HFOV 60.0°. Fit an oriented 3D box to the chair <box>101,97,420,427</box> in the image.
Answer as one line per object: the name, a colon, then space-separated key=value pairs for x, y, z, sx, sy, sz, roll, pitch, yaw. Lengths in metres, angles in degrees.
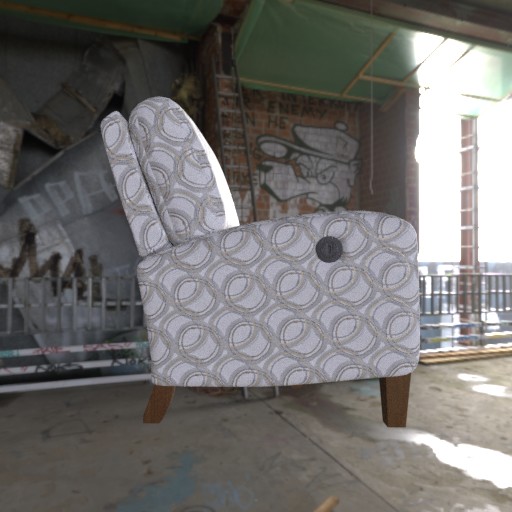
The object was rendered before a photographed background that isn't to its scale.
chair: x=0.000 y=0.000 z=1.722 sx=0.995 sy=1.065 sz=0.796 roll=0 pitch=-1 yaw=0
